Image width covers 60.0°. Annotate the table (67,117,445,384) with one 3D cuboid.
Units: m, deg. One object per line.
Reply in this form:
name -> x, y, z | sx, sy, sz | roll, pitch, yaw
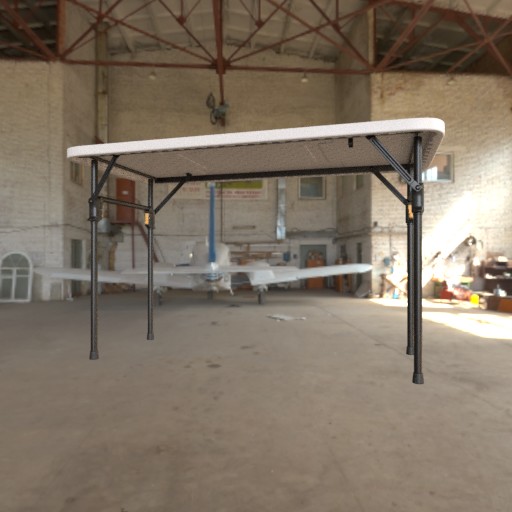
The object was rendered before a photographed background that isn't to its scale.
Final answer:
table -> 0.000, 0.000, 1.608 | 1.219, 0.729, 0.610 | 0, 0, 16
